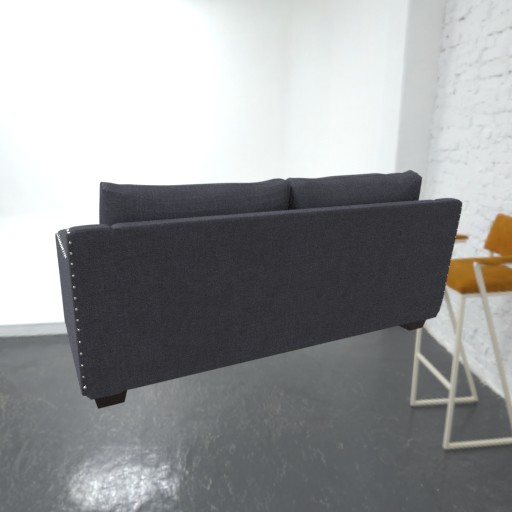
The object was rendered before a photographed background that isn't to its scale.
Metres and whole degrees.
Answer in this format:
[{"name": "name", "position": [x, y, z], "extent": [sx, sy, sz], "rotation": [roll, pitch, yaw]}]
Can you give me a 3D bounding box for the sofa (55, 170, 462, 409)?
[{"name": "sofa", "position": [0.000, 0.000, 3.181], "extent": [2.550, 1.196, 1.336], "rotation": [-7, 16, -26]}]
